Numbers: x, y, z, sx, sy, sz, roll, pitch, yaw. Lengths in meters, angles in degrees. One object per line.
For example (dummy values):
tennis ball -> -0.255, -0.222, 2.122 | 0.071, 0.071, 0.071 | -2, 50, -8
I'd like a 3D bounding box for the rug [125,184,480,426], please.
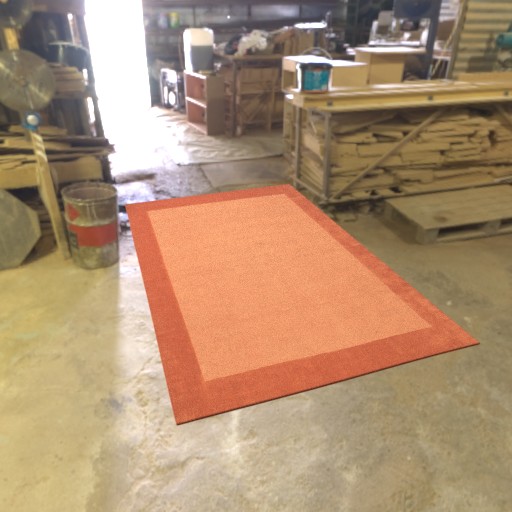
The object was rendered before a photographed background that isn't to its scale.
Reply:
rug -> 0.000, 0.000, 3.001 | 1.524, 0.014, 2.438 | -10, 31, -17
